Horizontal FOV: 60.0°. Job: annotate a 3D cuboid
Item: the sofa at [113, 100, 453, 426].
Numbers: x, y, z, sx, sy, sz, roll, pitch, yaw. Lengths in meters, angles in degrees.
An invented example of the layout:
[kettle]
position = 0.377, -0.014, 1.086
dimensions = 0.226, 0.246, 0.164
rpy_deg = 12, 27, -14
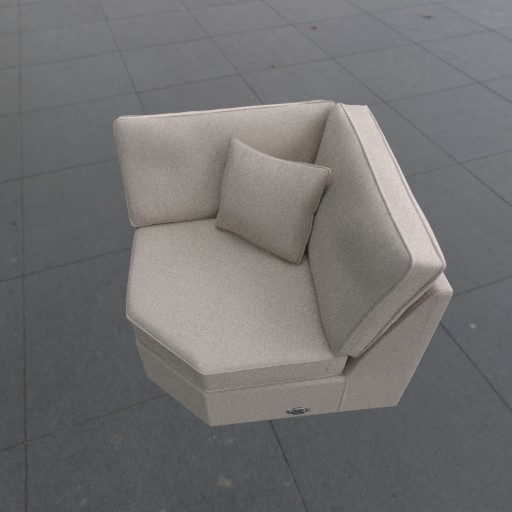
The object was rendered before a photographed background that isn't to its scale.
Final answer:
[sofa]
position = 0.000, 0.000, 1.797
dimensions = 1.050, 0.937, 1.042
rpy_deg = -4, 46, -4
